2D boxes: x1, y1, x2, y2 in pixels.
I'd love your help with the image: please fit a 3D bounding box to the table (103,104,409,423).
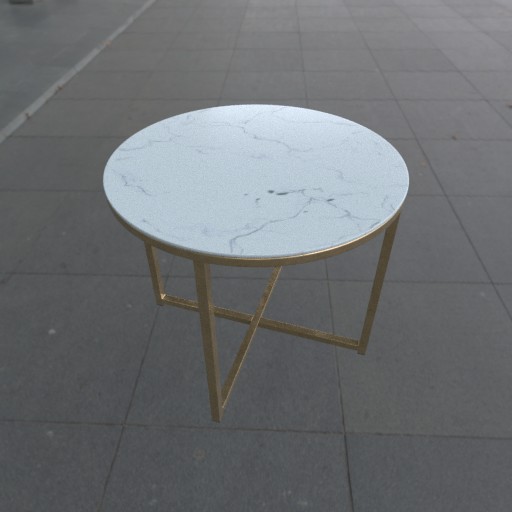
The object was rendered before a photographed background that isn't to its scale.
[{"bbox_3d":[0.000,0.000,0.883,0.500,0.420,0.500,0,40,0],"label":"table"}]
